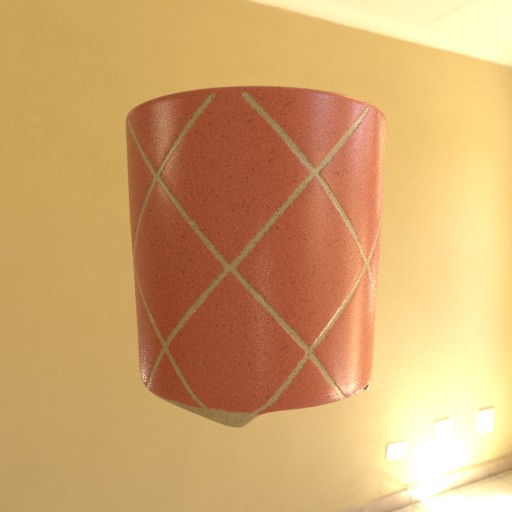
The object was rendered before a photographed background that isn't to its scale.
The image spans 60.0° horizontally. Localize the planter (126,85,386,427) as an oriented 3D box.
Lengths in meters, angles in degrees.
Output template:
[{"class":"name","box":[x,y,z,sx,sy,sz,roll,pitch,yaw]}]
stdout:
[{"class":"planter","box":[0.000,0.000,0.408,0.227,0.235,0.227,0,3,0]}]
